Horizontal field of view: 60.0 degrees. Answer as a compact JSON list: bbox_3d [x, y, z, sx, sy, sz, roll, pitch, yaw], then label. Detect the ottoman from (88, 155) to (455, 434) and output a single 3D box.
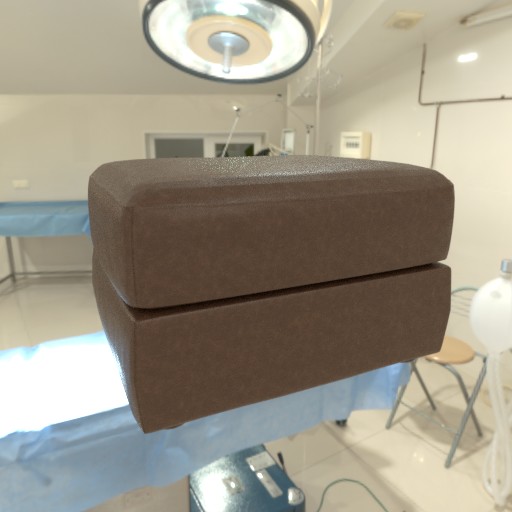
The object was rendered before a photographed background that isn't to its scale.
[{"bbox_3d":[0.000,0.000,1.108,0.751,0.476,0.603,-7,17,-24],"label":"ottoman"}]
